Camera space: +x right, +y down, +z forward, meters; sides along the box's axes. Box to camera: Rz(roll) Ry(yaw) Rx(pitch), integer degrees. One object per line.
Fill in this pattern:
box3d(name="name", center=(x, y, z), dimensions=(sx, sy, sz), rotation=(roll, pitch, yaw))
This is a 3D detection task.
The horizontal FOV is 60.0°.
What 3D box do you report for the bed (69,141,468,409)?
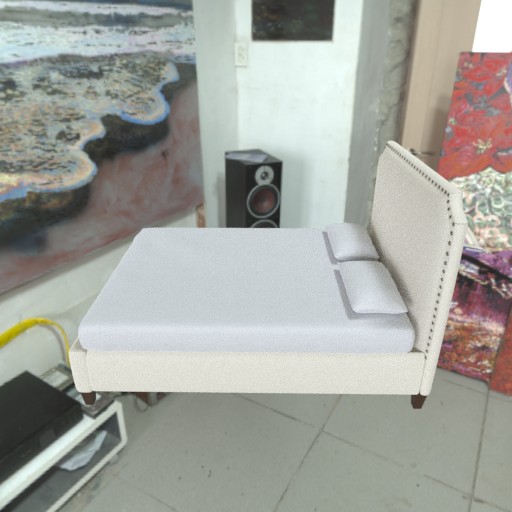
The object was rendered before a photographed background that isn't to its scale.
box3d(name="bed", center=(0.000, 0.000, 3.420), dimensions=(2.372, 1.497, 1.712), rotation=(0, 26, 1))
